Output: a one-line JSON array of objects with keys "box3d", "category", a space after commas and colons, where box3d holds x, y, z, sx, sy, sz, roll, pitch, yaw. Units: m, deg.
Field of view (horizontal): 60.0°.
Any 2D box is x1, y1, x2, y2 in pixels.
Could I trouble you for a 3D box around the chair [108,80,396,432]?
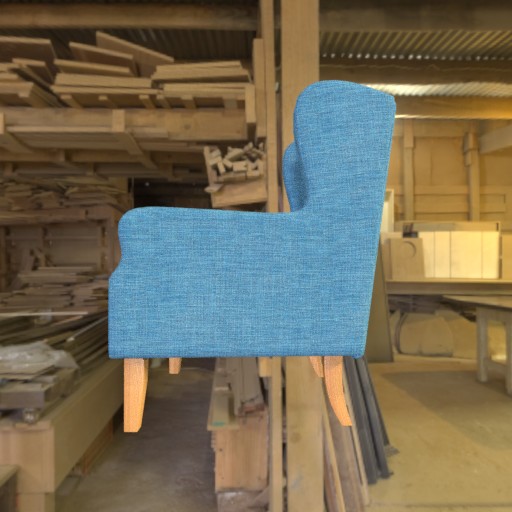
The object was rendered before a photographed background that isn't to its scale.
[{"box3d": [0.000, 0.000, 1.513, 0.775, 0.952, 0.711, 0, 0, 1], "category": "chair"}]
